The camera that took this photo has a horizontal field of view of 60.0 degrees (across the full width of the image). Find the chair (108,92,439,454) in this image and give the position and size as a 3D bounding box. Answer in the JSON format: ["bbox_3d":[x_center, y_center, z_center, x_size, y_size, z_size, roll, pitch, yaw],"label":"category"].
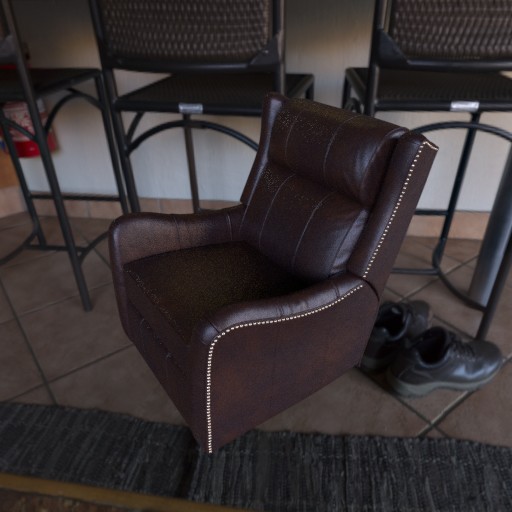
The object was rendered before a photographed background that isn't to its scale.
[{"bbox_3d":[0.000,0.000,1.828,1.008,1.084,0.869,-20,37,-29],"label":"chair"}]
